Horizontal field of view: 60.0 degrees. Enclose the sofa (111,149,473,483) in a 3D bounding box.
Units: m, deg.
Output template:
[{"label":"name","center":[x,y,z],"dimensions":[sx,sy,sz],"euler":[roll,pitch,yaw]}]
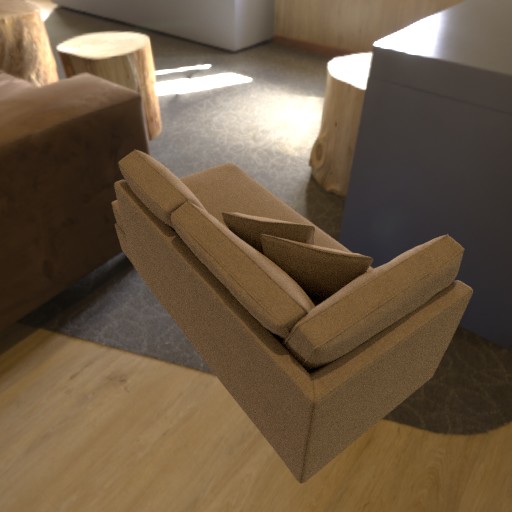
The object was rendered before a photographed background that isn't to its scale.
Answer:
[{"label":"sofa","center":[0.000,0.000,2.812],"dimensions":[1.110,1.019,2.238],"euler":[-26,48,-26]}]
